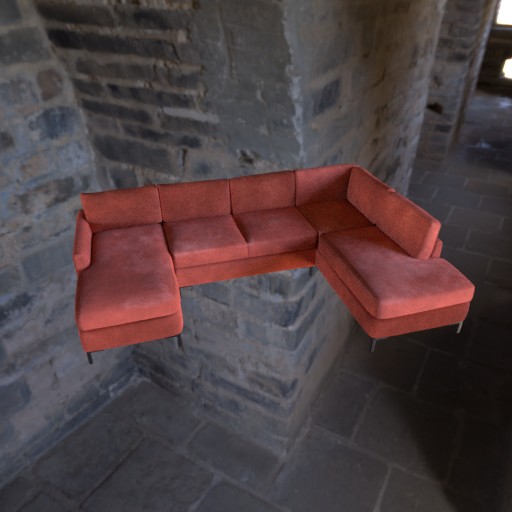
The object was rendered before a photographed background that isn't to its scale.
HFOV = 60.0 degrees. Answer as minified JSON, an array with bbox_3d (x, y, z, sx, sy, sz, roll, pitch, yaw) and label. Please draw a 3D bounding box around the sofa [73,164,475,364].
[{"bbox_3d":[0.000,0.000,3.840,2.971,0.858,1.981,-9,32,-14],"label":"sofa"}]
